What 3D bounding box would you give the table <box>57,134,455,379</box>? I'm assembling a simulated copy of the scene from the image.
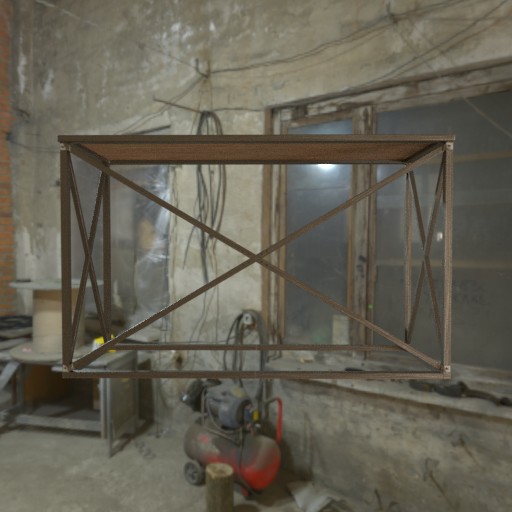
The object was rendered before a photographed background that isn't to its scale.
[{"bbox_3d":[0.000,0.000,1.564,1.216,0.753,0.402,0,2,1],"label":"table"}]
